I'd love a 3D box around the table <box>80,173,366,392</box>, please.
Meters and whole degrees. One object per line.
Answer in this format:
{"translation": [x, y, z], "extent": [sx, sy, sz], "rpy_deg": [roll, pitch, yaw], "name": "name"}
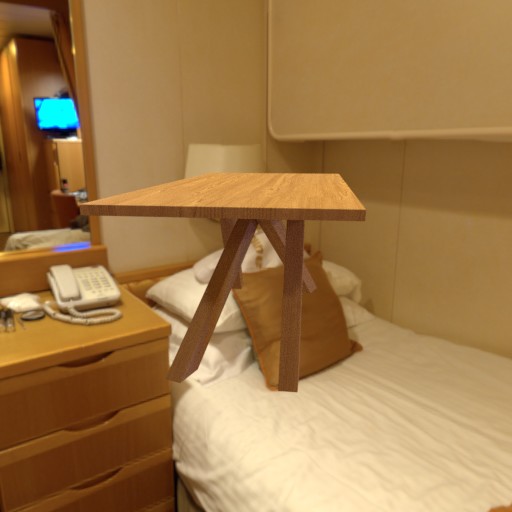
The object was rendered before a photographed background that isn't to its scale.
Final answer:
{"translation": [0.000, 0.000, 2.318], "extent": [0.901, 0.750, 1.797], "rpy_deg": [2, 14, 8], "name": "table"}
